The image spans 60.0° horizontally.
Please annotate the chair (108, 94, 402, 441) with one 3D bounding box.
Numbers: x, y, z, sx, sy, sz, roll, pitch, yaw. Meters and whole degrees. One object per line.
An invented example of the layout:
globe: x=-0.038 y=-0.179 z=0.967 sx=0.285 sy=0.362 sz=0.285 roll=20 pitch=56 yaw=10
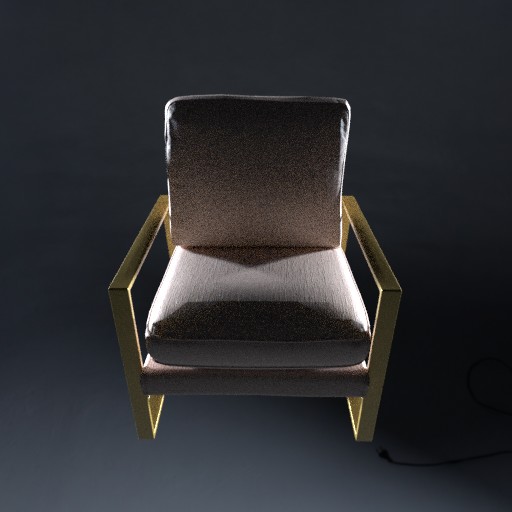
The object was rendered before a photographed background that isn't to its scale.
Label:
chair: x=0.000 y=0.000 z=1.506 sx=0.758 sy=0.956 sz=0.813 roll=0 pitch=31 yaw=1
